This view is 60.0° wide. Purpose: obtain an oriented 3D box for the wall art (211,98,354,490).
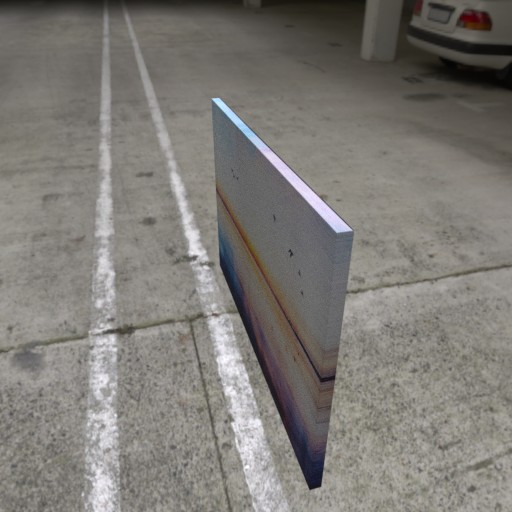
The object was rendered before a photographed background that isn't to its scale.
[{"bbox_3d":[0.000,0.000,0.758,0.018,0.402,0.604,-8,32,-13],"label":"wall art"}]
